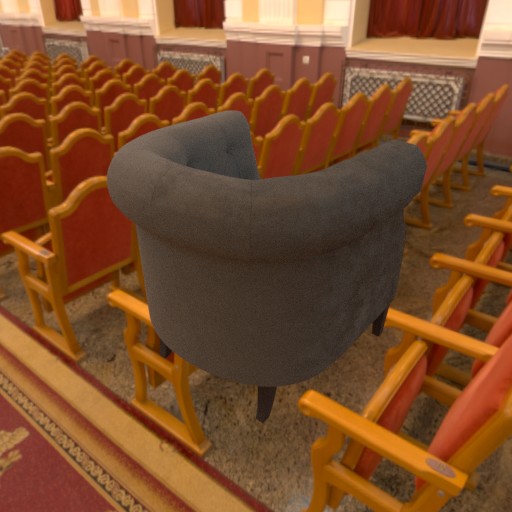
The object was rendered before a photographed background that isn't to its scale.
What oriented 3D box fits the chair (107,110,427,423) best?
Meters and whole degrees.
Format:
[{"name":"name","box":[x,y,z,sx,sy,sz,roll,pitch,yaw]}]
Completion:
[{"name":"chair","box":[0.000,0.000,1.572,0.904,0.826,0.851,22,36,33]}]
